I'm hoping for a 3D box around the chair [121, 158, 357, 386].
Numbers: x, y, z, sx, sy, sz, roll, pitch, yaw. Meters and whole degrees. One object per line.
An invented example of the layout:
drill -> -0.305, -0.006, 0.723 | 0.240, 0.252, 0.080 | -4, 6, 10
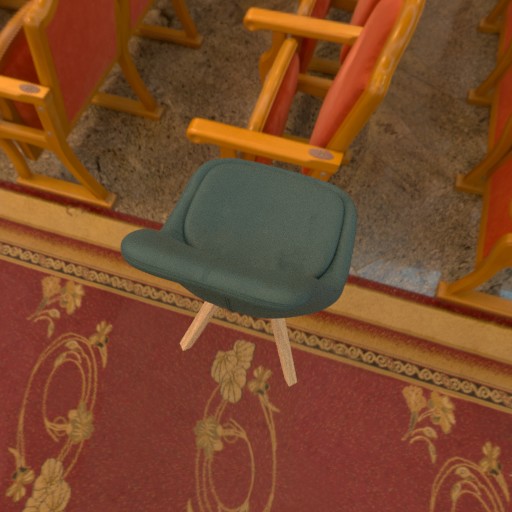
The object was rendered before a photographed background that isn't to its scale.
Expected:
chair -> 0.000, 0.000, 1.187 | 0.483, 0.865, 0.547 | 17, 65, 8
